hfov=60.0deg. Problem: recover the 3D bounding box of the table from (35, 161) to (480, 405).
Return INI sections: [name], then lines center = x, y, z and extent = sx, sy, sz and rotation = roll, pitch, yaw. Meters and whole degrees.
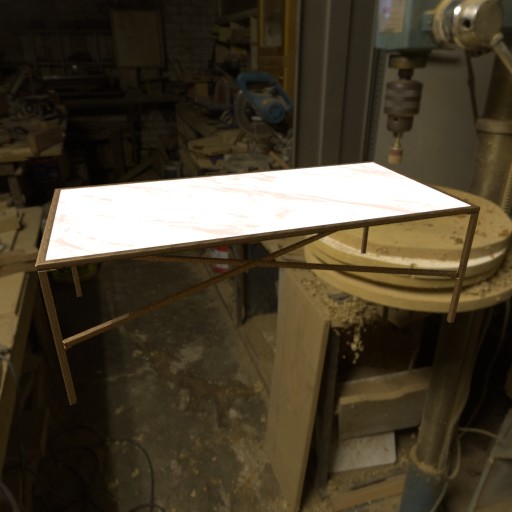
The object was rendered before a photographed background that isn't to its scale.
[table]
center = 0.000, 0.000, 1.463
extent = 1.197, 0.405, 0.577
rotation = -8, 27, -16
